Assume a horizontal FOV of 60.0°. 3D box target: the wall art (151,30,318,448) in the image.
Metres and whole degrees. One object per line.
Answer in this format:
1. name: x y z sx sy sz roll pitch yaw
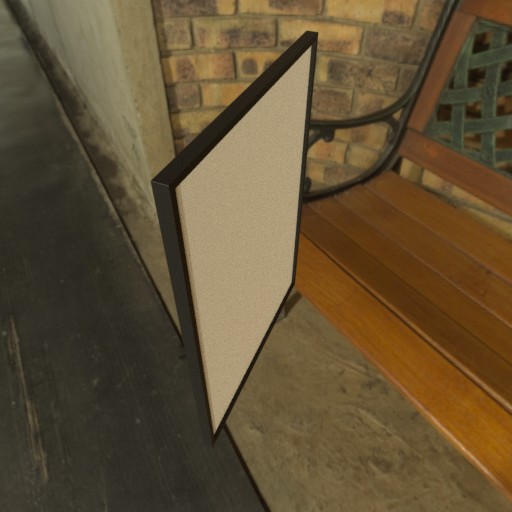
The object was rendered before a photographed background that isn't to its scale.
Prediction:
1. wall art: 0.000 0.000 1.375 0.036 1.070 0.802 17 47 17
